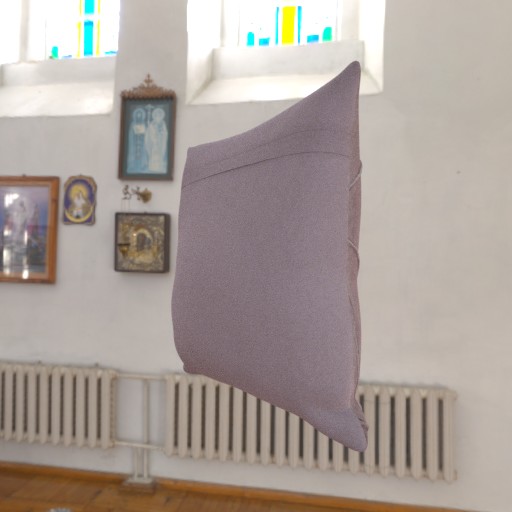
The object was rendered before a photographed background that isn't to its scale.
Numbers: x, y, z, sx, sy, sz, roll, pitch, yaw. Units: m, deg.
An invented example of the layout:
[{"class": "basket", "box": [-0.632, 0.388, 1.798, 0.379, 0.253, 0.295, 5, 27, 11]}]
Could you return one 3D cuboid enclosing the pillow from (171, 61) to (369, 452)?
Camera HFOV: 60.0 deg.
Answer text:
[{"class": "pillow", "box": [0.000, 0.000, 0.671, 0.185, 0.440, 0.439, 1, -2, -35]}]
